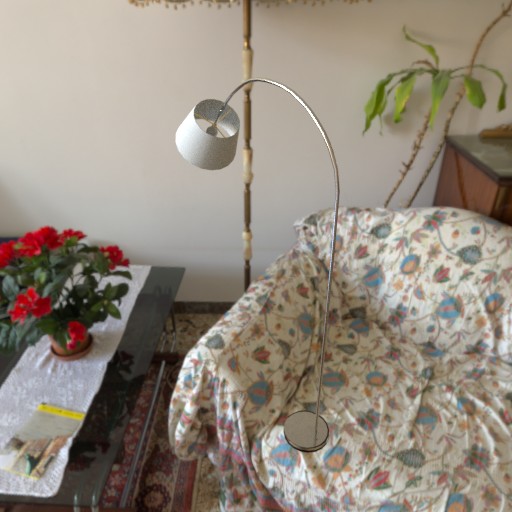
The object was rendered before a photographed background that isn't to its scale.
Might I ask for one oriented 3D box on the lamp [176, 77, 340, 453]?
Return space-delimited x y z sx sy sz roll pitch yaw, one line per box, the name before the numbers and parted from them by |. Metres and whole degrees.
lamp | 0.000 0.000 2.765 0.406 2.098 1.445 -19 35 -30
